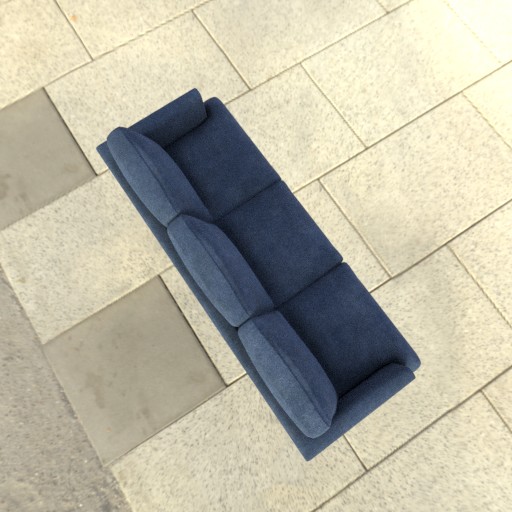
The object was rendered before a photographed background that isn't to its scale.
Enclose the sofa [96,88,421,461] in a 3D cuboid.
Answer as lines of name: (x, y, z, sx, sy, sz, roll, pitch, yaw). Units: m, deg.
sofa: (0.000, 0.000, 2.796, 0.903, 0.930, 2.246, -34, 78, -8)
